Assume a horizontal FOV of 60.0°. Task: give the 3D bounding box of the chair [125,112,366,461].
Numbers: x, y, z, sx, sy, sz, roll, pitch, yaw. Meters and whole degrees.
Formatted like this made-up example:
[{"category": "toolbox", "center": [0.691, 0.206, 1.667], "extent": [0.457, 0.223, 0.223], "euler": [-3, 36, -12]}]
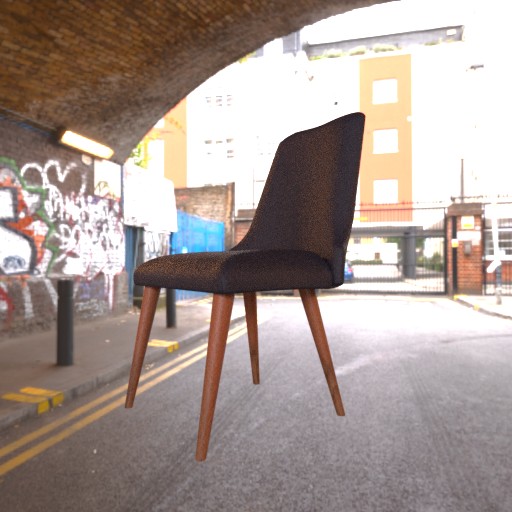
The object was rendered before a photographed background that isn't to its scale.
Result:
[{"category": "chair", "center": [0.000, 0.000, 1.200], "extent": [0.567, 0.820, 0.504], "euler": [1, -1, -36]}]
